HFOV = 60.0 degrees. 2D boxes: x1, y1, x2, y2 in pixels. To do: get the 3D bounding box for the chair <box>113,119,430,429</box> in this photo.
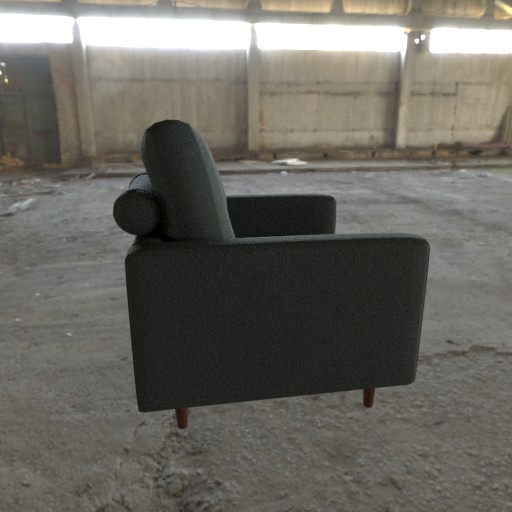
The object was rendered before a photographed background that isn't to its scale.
[{"bbox_3d":[0.000,0.000,1.506,0.843,0.880,0.821,-3,17,-10],"label":"chair"}]
